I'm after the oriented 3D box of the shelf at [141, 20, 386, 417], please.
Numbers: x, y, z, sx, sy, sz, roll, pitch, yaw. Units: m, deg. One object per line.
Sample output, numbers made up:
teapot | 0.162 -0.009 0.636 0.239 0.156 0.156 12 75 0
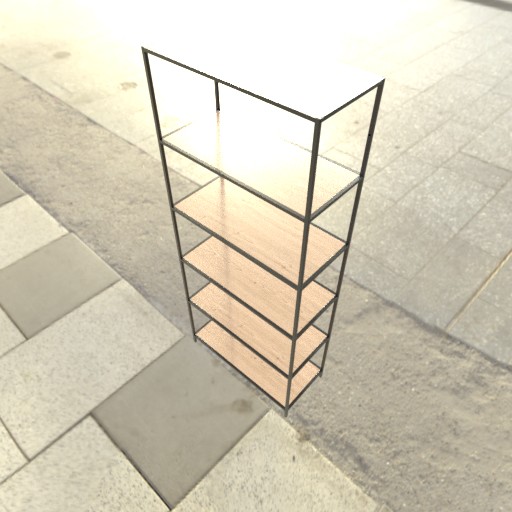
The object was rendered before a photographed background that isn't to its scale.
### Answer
shelf | 0.000 0.000 2.130 0.770 1.850 0.350 33 54 28
